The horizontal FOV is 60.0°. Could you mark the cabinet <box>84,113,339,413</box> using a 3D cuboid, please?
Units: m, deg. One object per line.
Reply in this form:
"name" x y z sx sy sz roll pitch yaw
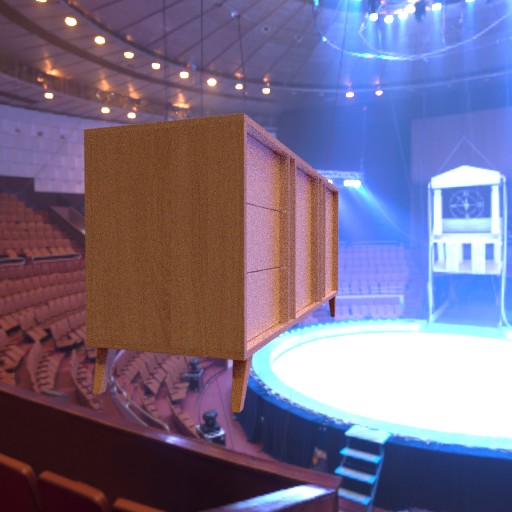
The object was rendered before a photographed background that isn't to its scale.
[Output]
"cabinet" 0.000 0.000 2.006 0.500 0.780 1.649 1 2 19
